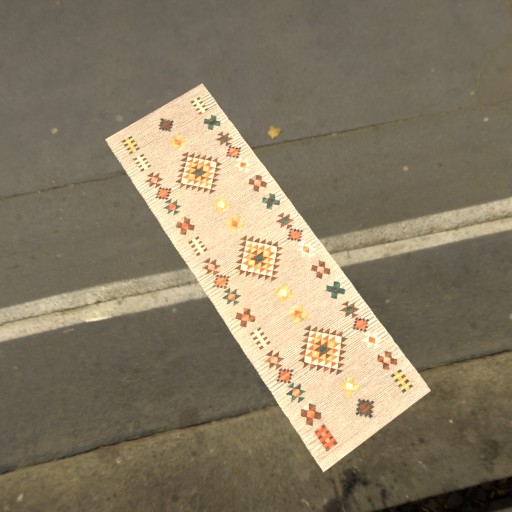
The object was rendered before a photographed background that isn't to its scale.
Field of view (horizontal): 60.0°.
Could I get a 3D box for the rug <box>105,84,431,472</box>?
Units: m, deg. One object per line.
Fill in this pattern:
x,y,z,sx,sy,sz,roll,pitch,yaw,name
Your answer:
0.000,0.000,2.726,0.766,0.008,2.432,-33,78,-8,rug
